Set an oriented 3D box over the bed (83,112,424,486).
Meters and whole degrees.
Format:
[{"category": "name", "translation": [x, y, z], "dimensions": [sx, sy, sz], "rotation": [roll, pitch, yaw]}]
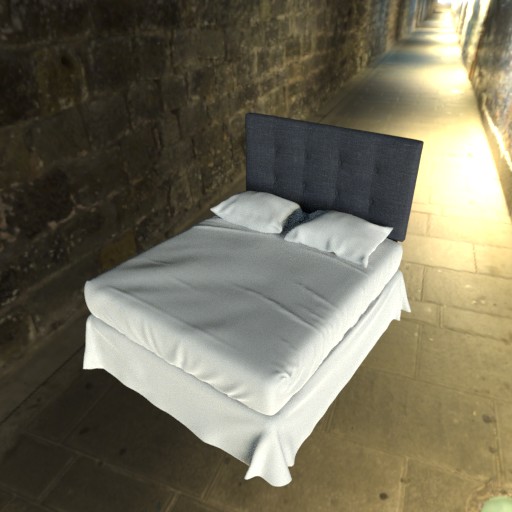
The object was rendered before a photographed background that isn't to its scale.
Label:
[{"category": "bed", "translation": [0.000, 0.000, 3.380], "dimensions": [1.936, 1.577, 2.222], "rotation": [20, 36, 30]}]
